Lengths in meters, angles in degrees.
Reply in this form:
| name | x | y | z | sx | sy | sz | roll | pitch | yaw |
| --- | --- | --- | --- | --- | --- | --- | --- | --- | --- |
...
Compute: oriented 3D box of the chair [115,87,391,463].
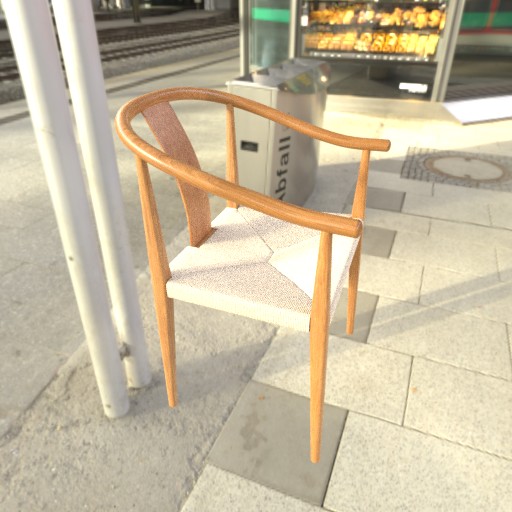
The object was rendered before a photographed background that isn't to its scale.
| name | x | y | z | sx | sy | sz | roll | pitch | yaw |
| --- | --- | --- | --- | --- | --- | --- | --- | --- | --- |
| chair | 0.000 | 0.000 | 1.190 | 0.579 | 0.800 | 0.556 | 10 | 32 | 17 |
